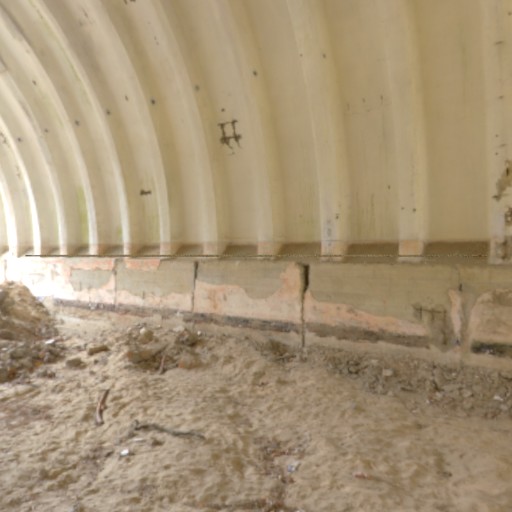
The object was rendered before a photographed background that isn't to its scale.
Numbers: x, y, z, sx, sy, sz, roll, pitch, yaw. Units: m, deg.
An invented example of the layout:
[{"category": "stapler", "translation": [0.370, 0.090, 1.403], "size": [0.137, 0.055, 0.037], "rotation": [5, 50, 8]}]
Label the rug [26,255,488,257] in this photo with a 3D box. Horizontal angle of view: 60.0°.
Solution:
[{"category": "rug", "translation": [0.000, 0.000, 2.330], "size": [1.802, 0.008, 1.247], "rotation": [0, 0, -1]}]
